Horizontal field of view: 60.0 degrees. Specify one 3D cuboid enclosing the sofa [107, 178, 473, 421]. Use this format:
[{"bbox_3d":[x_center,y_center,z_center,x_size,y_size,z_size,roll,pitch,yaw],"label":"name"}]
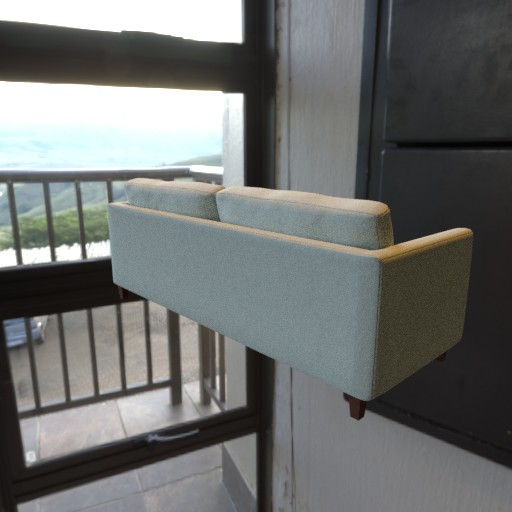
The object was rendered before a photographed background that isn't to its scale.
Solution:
[{"bbox_3d":[0.000,0.000,2.942,0.948,0.965,2.434,-12,18,-42],"label":"sofa"}]
